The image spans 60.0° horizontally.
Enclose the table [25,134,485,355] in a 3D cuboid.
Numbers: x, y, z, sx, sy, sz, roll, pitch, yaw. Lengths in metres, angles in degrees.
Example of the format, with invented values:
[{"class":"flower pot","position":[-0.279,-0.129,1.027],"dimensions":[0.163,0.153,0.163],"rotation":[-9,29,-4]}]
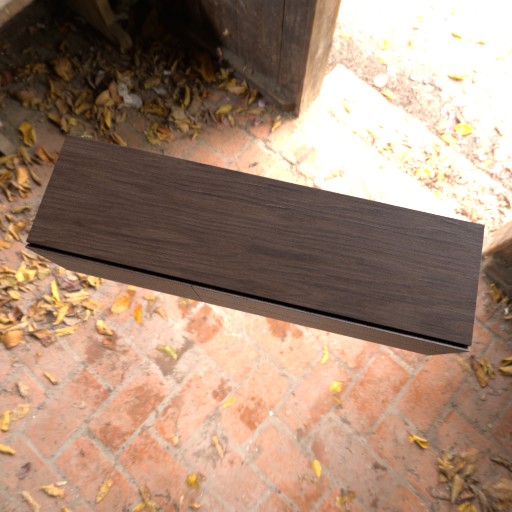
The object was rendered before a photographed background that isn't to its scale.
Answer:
[{"class":"table","position":[0.000,0.000,1.640],"dimensions":[1.397,0.508,0.405],"rotation":[13,76,3]}]
